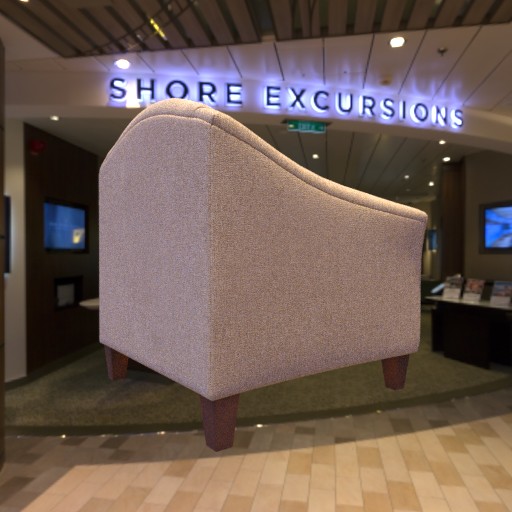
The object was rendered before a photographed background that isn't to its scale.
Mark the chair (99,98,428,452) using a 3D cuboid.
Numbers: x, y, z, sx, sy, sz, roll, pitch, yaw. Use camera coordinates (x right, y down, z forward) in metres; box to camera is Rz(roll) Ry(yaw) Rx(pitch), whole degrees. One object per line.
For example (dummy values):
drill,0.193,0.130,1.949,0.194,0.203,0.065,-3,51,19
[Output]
chair,0.000,0.000,1.438,0.787,0.839,0.763,0,1,-37
